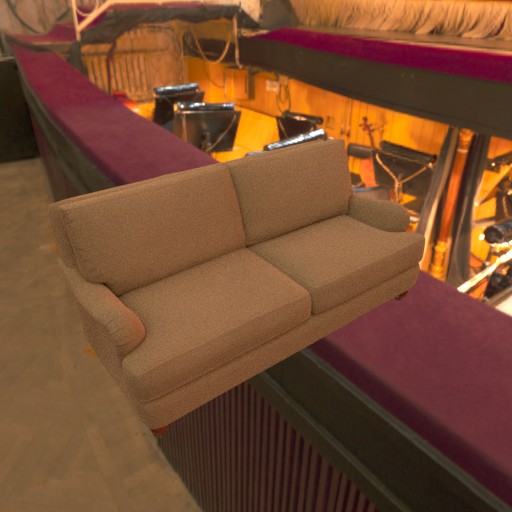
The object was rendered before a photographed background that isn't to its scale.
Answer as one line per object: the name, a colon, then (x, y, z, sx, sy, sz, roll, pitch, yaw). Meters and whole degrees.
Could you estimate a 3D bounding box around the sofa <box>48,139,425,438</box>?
sofa: (0.000, 0.000, 2.694, 2.070, 0.997, 1.091, -21, 36, -31)
